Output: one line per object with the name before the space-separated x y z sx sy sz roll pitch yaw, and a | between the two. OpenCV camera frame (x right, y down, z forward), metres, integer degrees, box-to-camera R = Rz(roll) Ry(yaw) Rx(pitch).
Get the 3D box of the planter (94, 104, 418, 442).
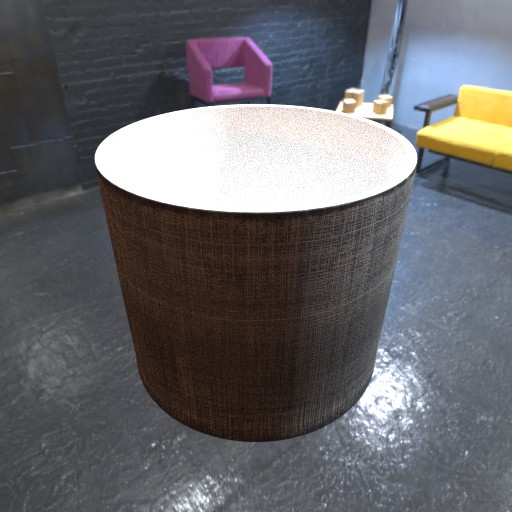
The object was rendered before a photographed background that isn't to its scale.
planter | 0.000 0.000 0.423 0.254 0.221 0.254 0 32 0
